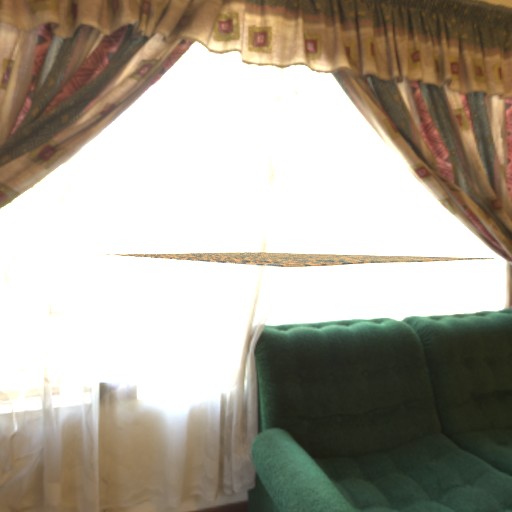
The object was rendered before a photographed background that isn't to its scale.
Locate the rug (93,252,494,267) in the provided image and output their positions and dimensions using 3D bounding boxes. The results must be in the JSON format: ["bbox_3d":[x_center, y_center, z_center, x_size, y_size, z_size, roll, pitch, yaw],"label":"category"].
[{"bbox_3d":[0.000,0.000,3.024,1.520,0.011,2.447,-1,2,-35],"label":"rug"}]
